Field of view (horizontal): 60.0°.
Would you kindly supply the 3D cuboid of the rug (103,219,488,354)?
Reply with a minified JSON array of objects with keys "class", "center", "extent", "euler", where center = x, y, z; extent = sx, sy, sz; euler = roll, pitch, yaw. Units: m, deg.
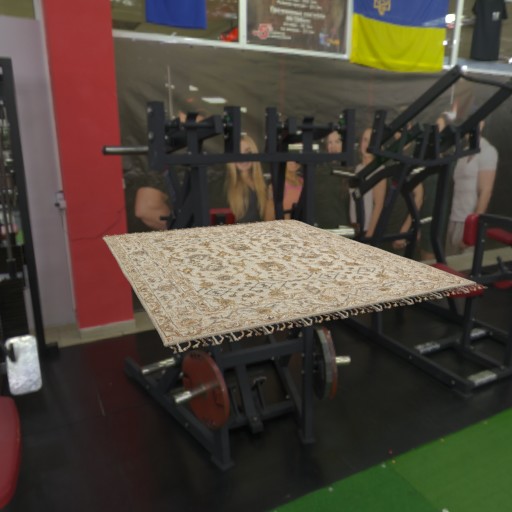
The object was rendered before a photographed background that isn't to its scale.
[{"class":"rug","center":[0.000,0.000,4.140],"extent":[2.426,0.034,3.061],"euler":[-7,17,-24]}]
